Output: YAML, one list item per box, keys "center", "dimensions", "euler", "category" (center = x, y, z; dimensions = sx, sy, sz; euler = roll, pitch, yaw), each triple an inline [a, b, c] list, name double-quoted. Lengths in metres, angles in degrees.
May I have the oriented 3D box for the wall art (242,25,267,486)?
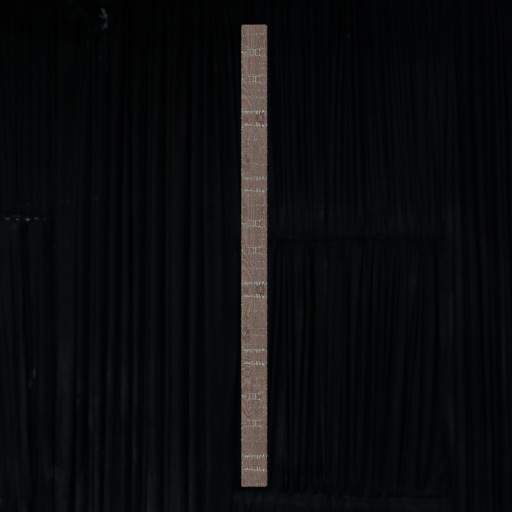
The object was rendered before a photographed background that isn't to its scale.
- center: [0.000, 0.000, 0.775]
  dimensions: [0.029, 0.531, 0.531]
  euler: [0, 0, 0]
  category: "wall art"
